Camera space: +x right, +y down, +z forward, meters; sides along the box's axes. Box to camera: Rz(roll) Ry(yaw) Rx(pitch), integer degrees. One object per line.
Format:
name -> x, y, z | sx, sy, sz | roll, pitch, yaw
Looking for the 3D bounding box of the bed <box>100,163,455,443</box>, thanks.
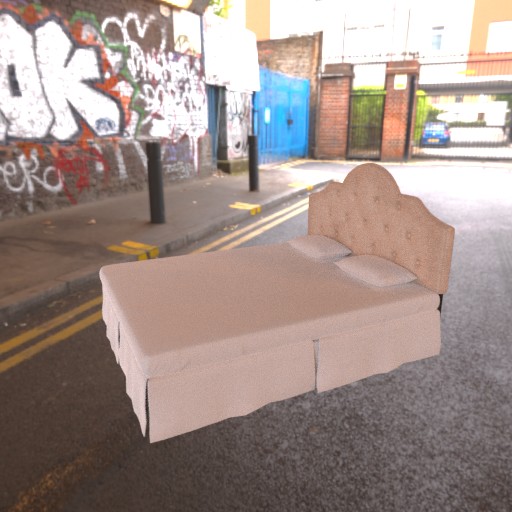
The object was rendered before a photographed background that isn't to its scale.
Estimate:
bed -> 0.000, 0.000, 3.054 | 1.970, 1.194, 1.667 | -8, 18, -25
